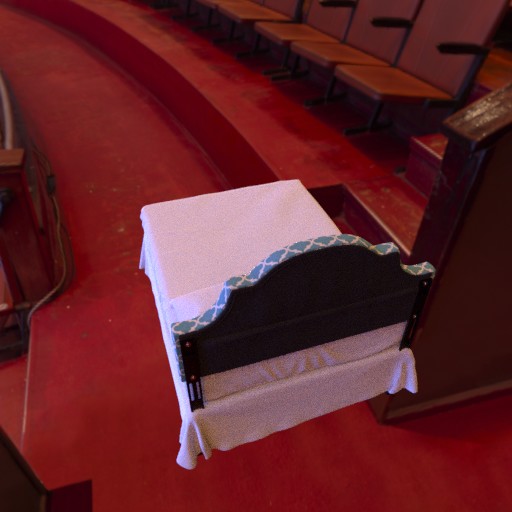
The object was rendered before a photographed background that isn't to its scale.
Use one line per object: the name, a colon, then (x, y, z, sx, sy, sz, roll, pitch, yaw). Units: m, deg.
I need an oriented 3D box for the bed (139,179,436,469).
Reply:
bed: (0.000, 0.000, 3.415, 1.780, 1.633, 2.222, -12, 41, -14)
